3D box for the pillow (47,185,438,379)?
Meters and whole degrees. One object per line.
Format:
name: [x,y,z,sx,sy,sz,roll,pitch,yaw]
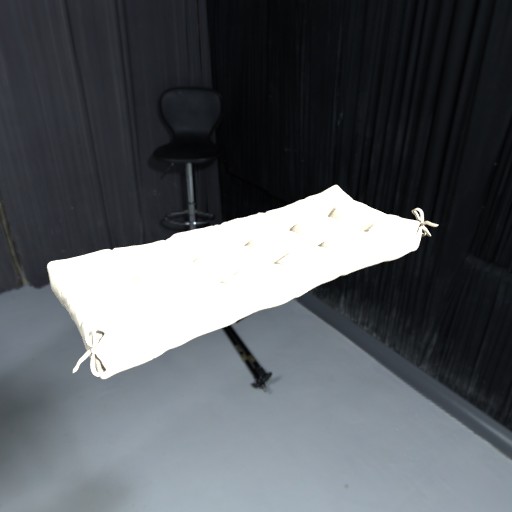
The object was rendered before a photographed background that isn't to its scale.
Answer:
pillow: [0.000,0.000,1.365,1.194,0.174,0.511,-19,34,-30]
